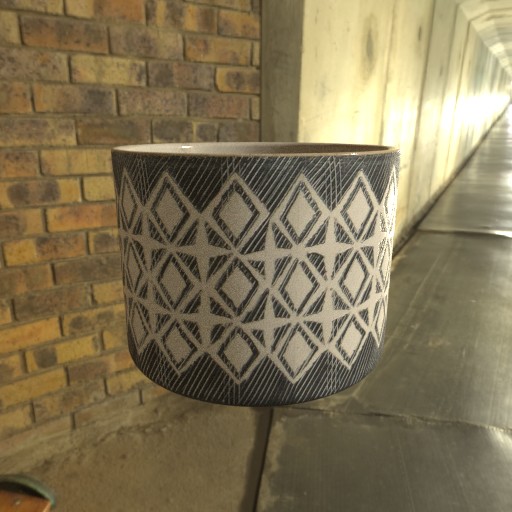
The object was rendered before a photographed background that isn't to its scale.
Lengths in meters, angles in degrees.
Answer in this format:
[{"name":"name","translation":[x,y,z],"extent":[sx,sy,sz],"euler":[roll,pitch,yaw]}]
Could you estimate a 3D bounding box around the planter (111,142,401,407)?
[{"name":"planter","translation":[0.000,0.000,0.217],"extent":[0.126,0.104,0.126],"euler":[0,16,0]}]
